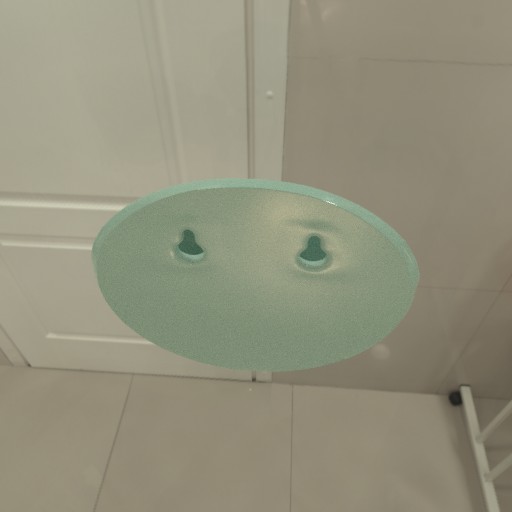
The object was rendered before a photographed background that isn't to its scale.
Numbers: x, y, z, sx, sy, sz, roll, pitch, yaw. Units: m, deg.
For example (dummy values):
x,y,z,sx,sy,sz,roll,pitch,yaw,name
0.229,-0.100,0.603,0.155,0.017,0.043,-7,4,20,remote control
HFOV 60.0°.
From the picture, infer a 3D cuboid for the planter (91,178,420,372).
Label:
x,y,z,sx,sy,sz,roll,pitch,yaw,name
0.000,0.000,0.280,0.189,0.164,0.073,3,47,3,planter
